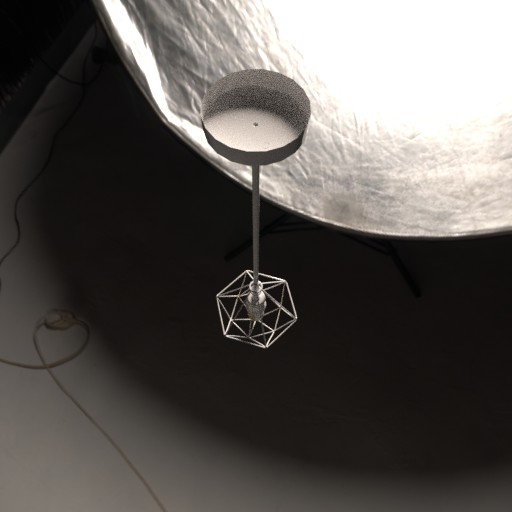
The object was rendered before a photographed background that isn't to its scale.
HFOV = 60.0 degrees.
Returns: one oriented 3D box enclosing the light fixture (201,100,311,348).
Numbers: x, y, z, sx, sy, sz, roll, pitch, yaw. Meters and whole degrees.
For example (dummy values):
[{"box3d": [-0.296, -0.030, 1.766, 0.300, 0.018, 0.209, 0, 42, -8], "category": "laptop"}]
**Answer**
[{"box3d": [0.000, 0.000, 1.967, 0.487, 1.764, 0.431, 15, 65, 7], "category": "light fixture"}]
